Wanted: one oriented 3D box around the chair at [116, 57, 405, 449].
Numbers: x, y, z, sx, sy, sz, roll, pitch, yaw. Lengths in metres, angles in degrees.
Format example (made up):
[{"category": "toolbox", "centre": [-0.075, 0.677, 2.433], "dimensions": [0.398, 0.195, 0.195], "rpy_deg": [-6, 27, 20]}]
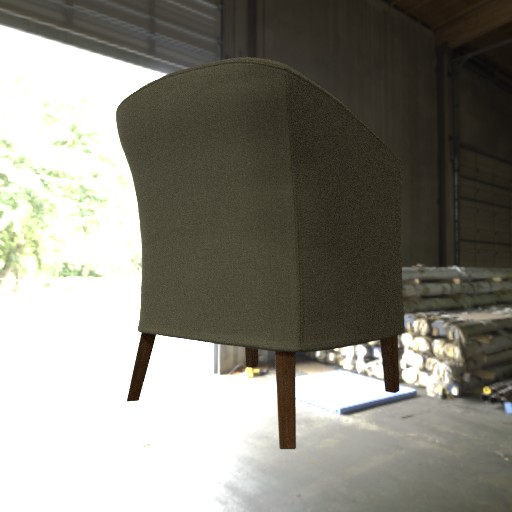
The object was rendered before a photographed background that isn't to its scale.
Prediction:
[{"category": "chair", "centre": [0.000, 0.000, 1.208], "dimensions": [0.600, 0.771, 0.668], "rpy_deg": [-1, -2, 39]}]
